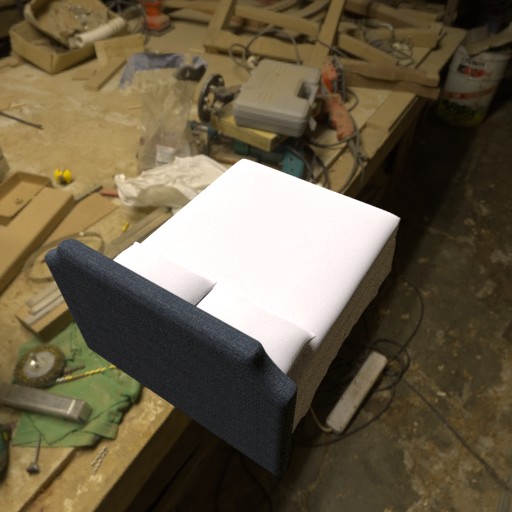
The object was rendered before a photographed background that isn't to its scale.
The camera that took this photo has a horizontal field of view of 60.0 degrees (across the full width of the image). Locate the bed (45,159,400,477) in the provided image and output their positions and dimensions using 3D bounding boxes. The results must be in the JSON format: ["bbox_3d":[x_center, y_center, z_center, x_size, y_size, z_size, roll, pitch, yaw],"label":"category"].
[{"bbox_3d":[0.000,0.000,3.413,1.828,1.297,2.208,25,51,22],"label":"bed"}]
